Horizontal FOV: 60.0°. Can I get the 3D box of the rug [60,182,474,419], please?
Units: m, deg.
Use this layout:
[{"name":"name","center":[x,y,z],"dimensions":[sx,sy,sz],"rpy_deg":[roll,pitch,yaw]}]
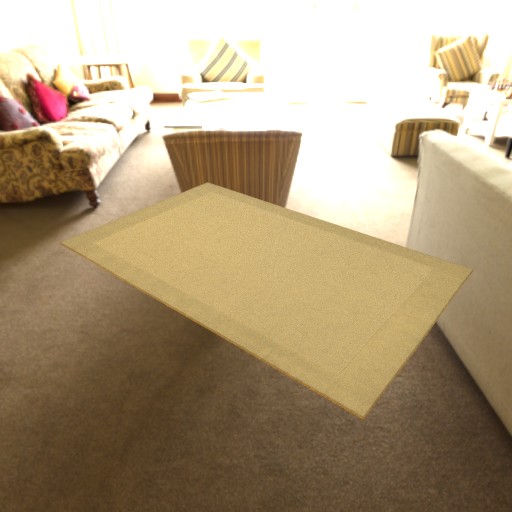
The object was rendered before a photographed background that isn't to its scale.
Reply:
[{"name":"rug","center":[0.000,0.000,3.058],"dimensions":[2.438,0.014,1.524],"rpy_deg":[23,38,33]}]
